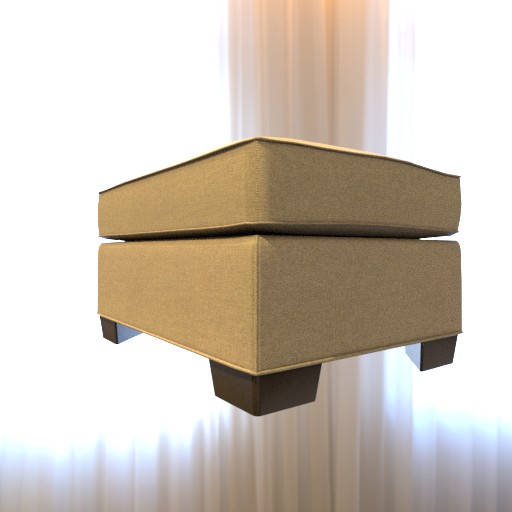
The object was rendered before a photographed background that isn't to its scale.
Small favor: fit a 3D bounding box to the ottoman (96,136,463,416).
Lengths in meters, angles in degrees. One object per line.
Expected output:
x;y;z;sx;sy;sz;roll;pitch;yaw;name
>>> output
0.000;0.000;1.199;0.619;0.504;0.843;-1;1;-36;ottoman
